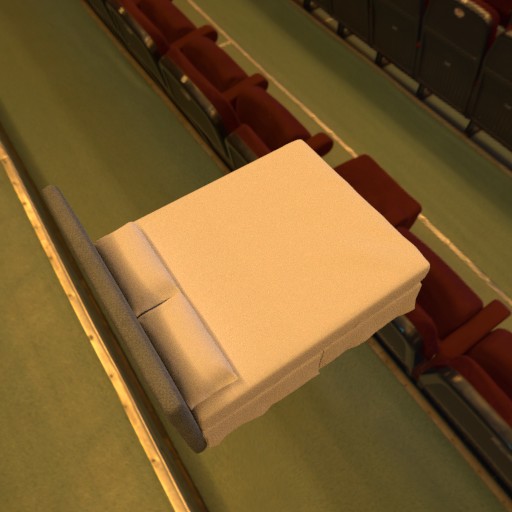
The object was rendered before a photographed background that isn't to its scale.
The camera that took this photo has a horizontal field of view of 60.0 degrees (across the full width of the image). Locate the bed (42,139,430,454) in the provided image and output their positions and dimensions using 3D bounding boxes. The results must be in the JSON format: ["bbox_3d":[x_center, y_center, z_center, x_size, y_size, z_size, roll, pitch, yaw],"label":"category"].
[{"bbox_3d":[0.000,0.000,3.244,2.142,1.330,1.713,-30,63,-17],"label":"bed"}]
